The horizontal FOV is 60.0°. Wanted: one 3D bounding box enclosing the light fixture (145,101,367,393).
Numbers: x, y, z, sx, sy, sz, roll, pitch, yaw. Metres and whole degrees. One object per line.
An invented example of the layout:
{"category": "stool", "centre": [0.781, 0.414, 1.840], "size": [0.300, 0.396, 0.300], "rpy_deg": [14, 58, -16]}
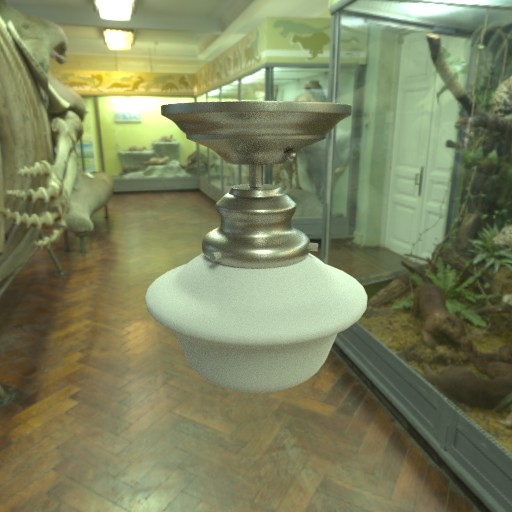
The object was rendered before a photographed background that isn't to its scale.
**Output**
{"category": "light fixture", "centre": [0.000, 0.000, 0.396], "size": [0.199, 0.254, 0.199], "rpy_deg": [0, 16, 0]}
